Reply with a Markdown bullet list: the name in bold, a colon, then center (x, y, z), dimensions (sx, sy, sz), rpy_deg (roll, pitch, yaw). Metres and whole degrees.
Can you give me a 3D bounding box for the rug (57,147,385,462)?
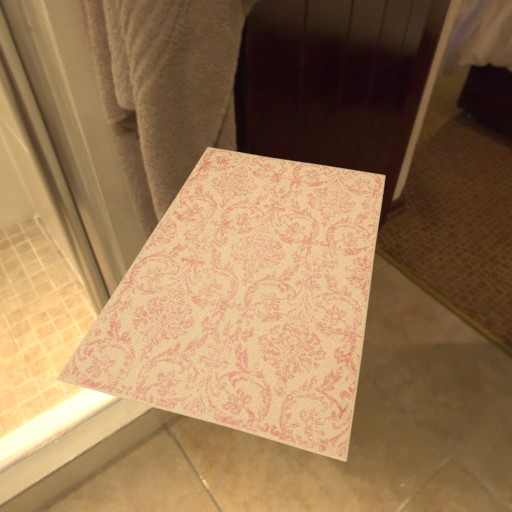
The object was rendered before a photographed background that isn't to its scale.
- **rug**: center (0.000, 0.000, 3.520), dimensions (1.819, 0.018, 2.746), rpy_deg (12, 47, 11)
